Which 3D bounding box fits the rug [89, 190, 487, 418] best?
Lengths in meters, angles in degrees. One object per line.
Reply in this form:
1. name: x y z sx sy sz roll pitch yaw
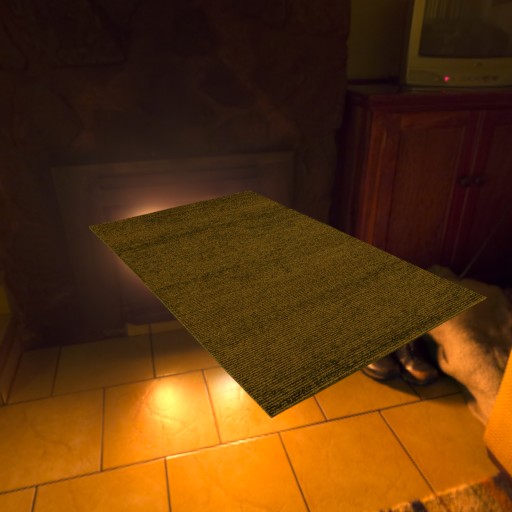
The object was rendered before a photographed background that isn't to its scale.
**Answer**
1. rug: 0.000 0.000 2.225 1.145 0.021 1.777 -17 31 -31
